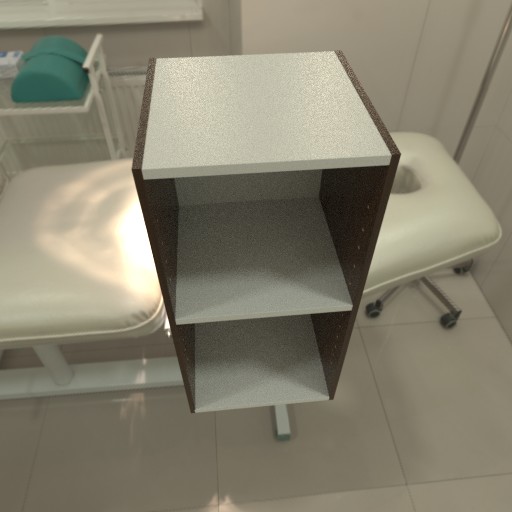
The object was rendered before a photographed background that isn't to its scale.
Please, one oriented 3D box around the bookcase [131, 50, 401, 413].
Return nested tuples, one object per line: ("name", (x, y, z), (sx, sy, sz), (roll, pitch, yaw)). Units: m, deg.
("bookcase", (0.000, 0.000, 0.801), (0.300, 0.600, 0.290), (-4, 46, -4))
